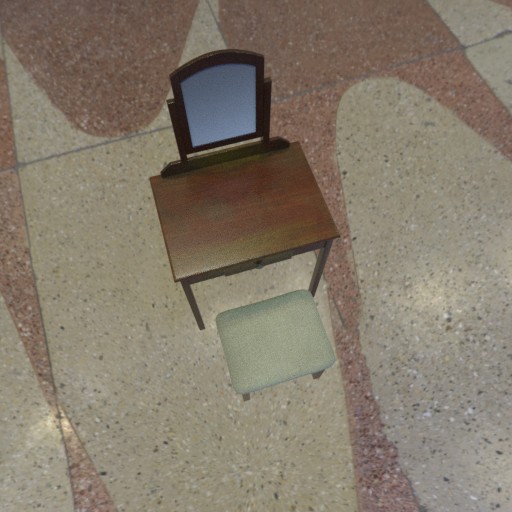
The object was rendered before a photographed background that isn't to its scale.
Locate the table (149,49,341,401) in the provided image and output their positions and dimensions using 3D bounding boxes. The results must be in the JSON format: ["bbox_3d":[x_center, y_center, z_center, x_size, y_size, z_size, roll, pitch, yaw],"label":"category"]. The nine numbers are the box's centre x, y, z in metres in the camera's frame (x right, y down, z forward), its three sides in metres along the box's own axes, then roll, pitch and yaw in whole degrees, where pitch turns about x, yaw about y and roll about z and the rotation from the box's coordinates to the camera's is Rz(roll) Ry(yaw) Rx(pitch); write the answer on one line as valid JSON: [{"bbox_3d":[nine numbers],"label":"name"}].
[{"bbox_3d":[0.000,0.000,2.336,0.876,1.631,1.211,-15,65,-7],"label":"table"}]
